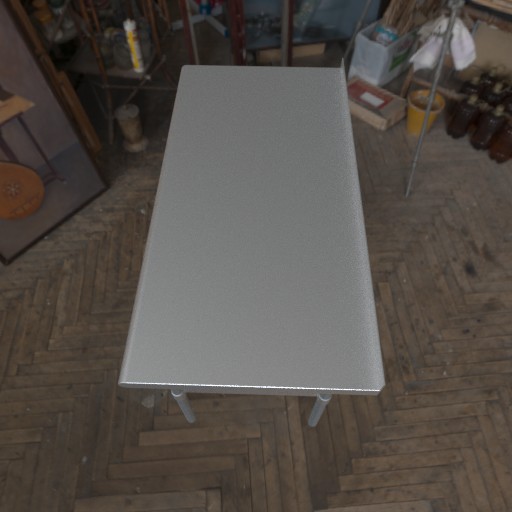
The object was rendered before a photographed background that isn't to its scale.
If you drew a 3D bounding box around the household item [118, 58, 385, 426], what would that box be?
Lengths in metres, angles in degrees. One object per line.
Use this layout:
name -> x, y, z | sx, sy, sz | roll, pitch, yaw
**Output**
household item -> 0.000, 0.000, 1.673 | 0.610, 0.851, 1.219 | 1, 57, 1
